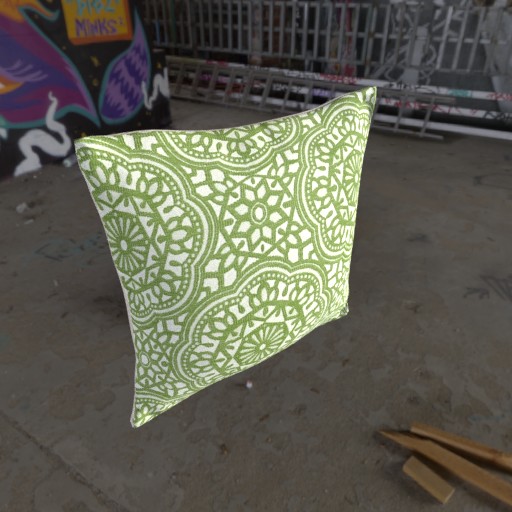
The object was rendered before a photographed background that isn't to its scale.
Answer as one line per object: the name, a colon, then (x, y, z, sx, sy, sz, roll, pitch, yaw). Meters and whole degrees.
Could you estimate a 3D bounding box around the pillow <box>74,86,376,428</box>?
pillow: (0.000, 0.000, 0.637, 0.440, 0.419, 0.162, -21, 37, -31)
